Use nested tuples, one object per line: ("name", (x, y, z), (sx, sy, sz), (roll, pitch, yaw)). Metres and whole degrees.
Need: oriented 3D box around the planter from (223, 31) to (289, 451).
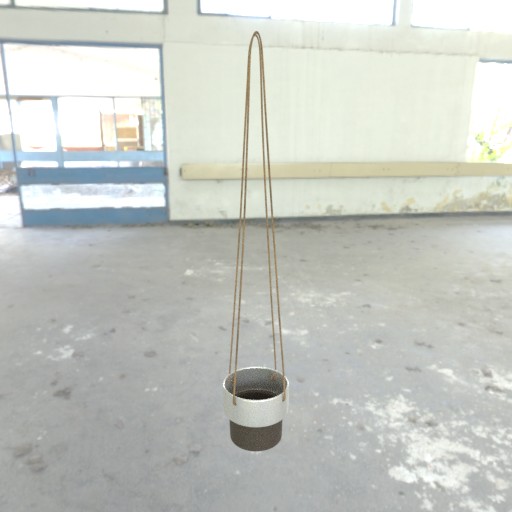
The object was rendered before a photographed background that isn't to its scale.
("planter", (0.000, 0.000, 1.160), (0.187, 1.073, 0.187), (-2, 14, -8))
